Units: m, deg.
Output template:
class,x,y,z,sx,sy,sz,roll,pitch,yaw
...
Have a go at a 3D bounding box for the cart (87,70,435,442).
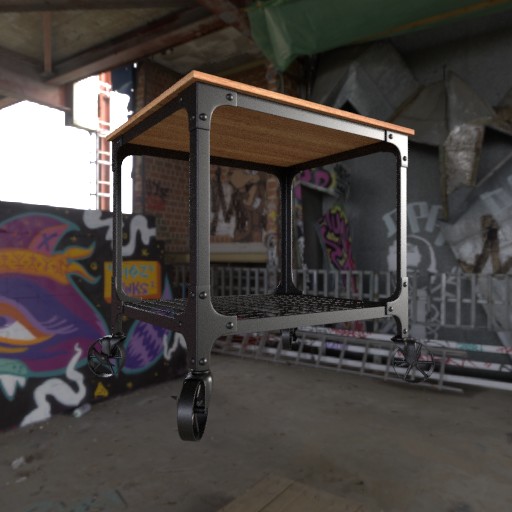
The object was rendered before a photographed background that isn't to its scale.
class,x,y,z,sx,sy,sz,roll,pitch,yaw
cart,0.000,0.000,1.088,0.666,0.603,0.558,0,0,-35
